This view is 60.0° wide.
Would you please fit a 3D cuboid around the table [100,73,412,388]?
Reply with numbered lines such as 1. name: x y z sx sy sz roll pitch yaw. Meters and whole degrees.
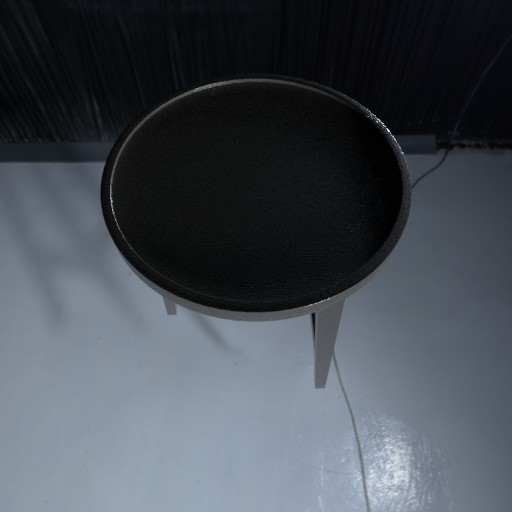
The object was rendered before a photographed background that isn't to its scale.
1. table: 0.000 0.000 0.949 0.500 0.531 0.500 0 59 0
